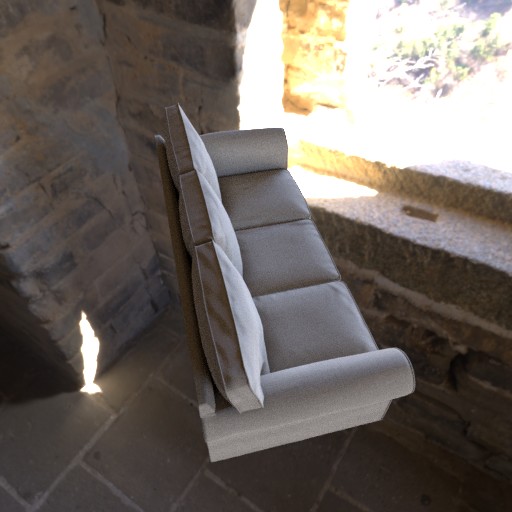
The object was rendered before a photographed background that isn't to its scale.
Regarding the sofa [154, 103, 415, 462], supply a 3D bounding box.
[{"bbox_3d":[0.000,0.000,2.568,0.916,0.961,2.084,-10,48,-9],"label":"sofa"}]
